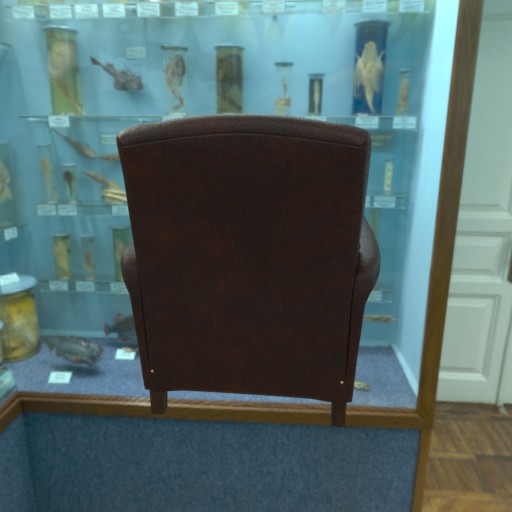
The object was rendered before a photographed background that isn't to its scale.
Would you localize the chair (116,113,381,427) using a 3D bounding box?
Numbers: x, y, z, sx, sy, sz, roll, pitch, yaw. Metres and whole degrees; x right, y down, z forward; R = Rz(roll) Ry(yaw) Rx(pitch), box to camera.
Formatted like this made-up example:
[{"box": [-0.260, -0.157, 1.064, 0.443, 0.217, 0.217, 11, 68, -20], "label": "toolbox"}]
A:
[{"box": [0.000, 0.000, 1.790, 0.978, 1.061, 0.902, 2, 15, 6], "label": "chair"}]
